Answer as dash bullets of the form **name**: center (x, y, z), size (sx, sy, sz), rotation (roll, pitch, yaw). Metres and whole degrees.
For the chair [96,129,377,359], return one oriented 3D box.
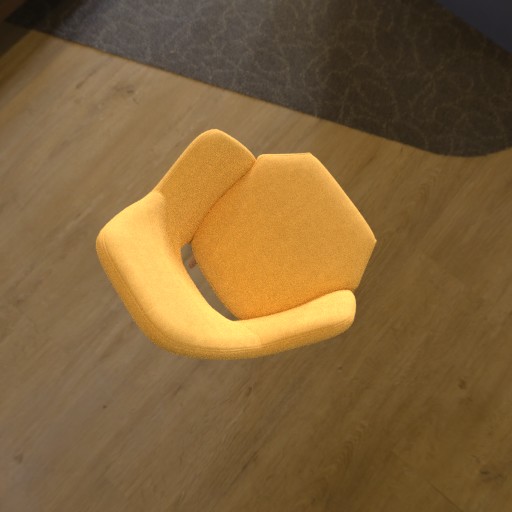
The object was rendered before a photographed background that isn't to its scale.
- **chair**: center (0.000, 0.000, 1.249), size (0.610, 0.840, 0.590), rotation (-33, 79, -7)
